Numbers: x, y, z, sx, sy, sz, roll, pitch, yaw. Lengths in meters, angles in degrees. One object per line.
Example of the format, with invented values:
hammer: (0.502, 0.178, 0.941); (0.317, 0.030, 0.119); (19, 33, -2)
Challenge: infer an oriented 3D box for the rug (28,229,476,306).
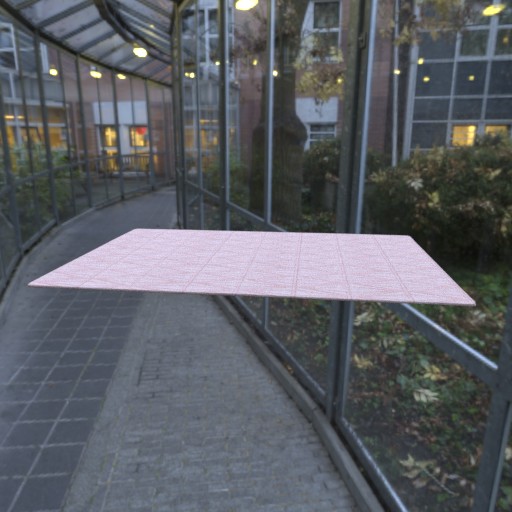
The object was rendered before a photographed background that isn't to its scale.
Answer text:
rug: (0.000, 0.000, 3.080); (2.390, 0.015, 1.609); (2, 15, 7)
